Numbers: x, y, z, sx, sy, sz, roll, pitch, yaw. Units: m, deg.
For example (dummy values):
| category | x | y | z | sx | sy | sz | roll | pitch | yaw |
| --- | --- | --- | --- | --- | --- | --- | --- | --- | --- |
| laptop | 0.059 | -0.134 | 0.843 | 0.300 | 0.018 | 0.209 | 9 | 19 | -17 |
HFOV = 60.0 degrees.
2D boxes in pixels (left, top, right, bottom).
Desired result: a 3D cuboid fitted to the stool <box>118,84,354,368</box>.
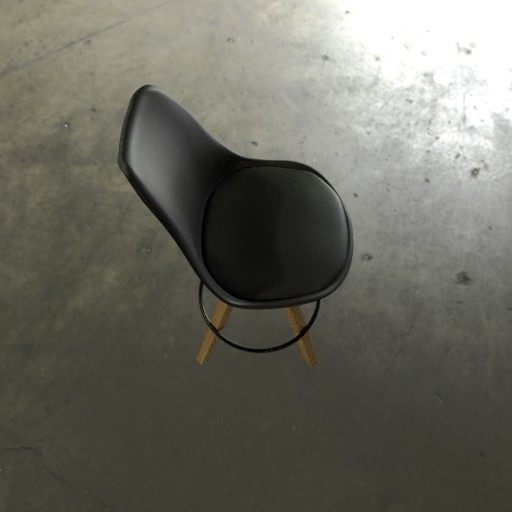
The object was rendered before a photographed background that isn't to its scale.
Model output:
| category | x | y | z | sx | sy | sz | roll | pitch | yaw |
| --- | --- | --- | --- | --- | --- | --- | --- | --- | --- |
| stool | 0.000 | 0.000 | 1.386 | 0.550 | 1.115 | 0.485 | 2 | 63 | 1 |
